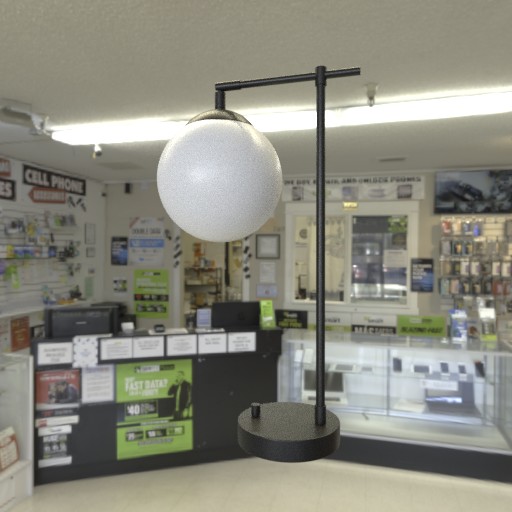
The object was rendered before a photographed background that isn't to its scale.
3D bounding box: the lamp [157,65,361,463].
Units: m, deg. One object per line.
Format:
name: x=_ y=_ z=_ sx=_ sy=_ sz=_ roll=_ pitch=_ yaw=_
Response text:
lamp: x=0.000 y=0.000 z=0.690 sx=0.316 sy=0.559 sz=0.197 roll=0 pitch=1 yaw=17
